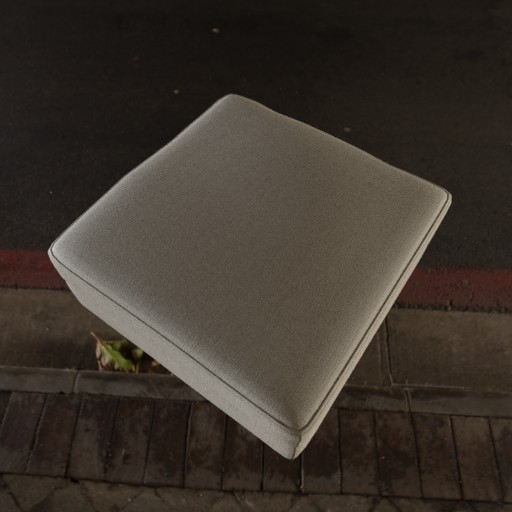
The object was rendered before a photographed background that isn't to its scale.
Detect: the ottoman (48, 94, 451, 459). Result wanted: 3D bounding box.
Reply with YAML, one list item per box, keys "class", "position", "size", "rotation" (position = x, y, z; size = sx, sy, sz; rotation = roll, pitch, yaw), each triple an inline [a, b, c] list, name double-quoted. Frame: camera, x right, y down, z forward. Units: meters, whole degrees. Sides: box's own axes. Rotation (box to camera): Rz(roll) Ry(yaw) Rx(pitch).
- class: "ottoman"
  position: [0.000, 0.000, 1.374]
  size: [0.838, 0.478, 0.838]
  rotation: [31, 62, 18]
